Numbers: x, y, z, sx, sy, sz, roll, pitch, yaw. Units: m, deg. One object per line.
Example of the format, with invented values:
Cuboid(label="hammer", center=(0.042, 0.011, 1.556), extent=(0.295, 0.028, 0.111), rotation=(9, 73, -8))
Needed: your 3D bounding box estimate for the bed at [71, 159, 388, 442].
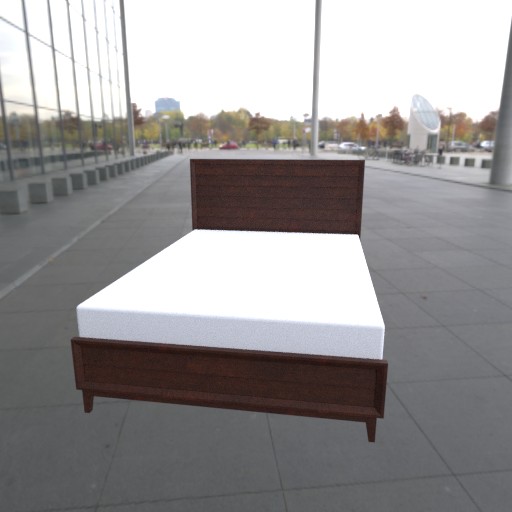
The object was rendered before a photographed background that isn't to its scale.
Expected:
Cuboid(label="bed", center=(0.000, 0.000, 3.175), extent=(1.600, 1.270, 2.184), rotation=(2, 15, 9))
